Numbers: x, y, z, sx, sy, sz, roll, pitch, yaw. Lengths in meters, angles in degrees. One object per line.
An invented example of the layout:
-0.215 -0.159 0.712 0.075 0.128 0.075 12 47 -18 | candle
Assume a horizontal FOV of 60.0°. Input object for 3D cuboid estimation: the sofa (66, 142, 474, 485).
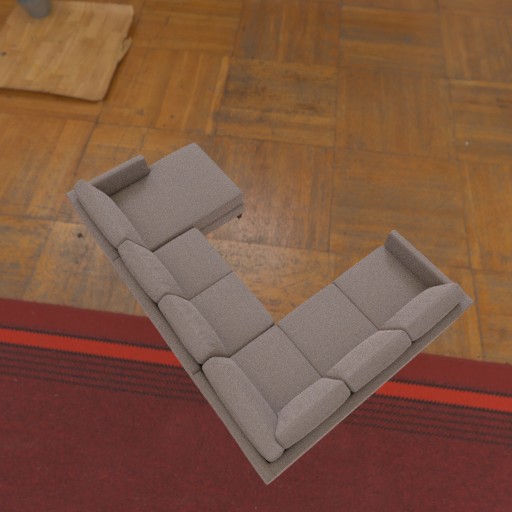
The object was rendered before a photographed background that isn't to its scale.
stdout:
0.000 0.000 4.563 2.424 0.865 3.438 -34 66 -18 | sofa
